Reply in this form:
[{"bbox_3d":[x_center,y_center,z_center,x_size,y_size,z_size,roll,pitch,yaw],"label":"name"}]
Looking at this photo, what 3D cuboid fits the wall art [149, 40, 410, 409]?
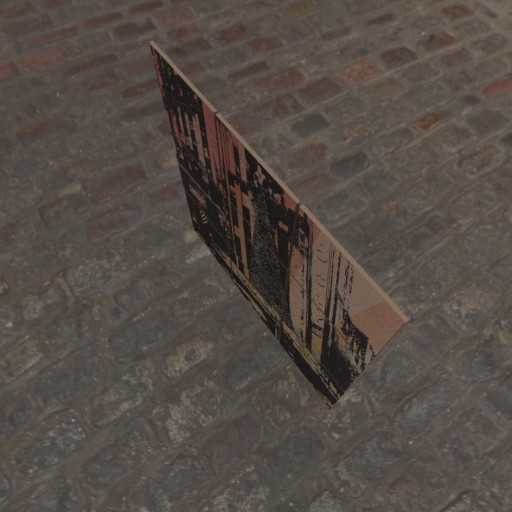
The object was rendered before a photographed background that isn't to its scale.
[{"bbox_3d":[0.000,0.000,2.250,0.017,1.521,1.527,-32,67,-16],"label":"wall art"}]
